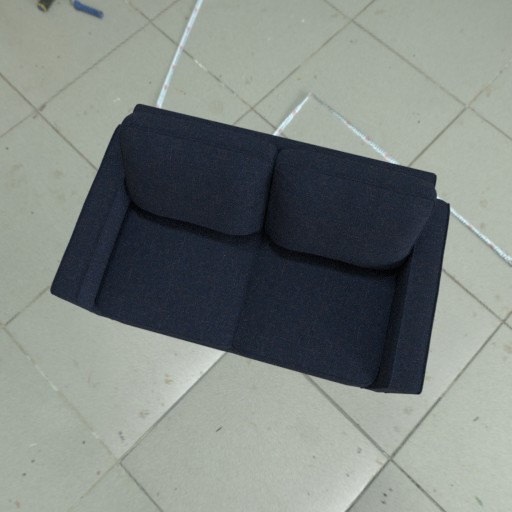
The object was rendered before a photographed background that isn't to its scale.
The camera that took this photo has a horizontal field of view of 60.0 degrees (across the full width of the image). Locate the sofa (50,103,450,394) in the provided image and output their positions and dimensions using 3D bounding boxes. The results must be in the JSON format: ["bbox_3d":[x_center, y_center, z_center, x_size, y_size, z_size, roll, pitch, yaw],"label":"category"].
[{"bbox_3d":[0.000,0.000,2.191,1.709,0.918,0.947,14,74,4],"label":"sofa"}]
